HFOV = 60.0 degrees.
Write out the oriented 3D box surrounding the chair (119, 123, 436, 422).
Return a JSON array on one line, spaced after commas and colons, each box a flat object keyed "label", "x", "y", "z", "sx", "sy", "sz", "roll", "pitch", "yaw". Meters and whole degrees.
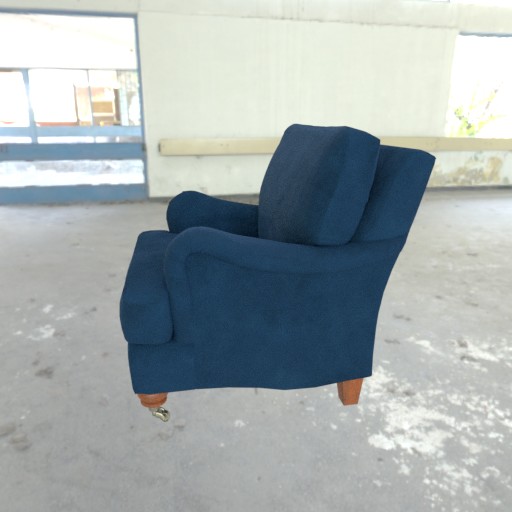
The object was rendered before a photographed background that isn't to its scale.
[{"label": "chair", "x": 0.000, "y": 0.000, "z": 1.896, "sx": 1.078, "sy": 1.076, "sz": 0.895, "roll": -3, "pitch": 18, "yaw": -10}]
